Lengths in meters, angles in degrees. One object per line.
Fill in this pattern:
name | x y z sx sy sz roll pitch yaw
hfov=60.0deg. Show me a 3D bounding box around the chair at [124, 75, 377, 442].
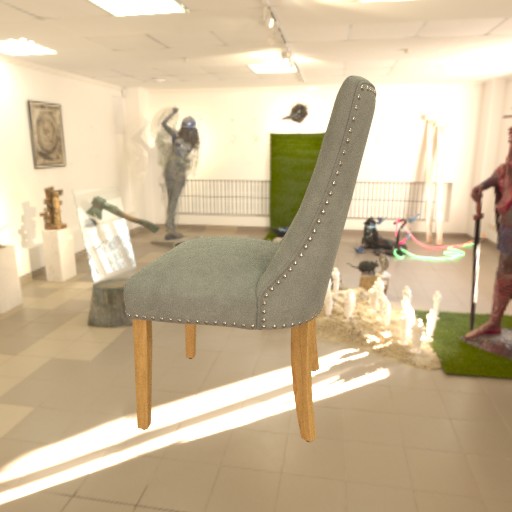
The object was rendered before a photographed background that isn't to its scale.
chair | 0.000 0.000 1.274 0.610 0.902 0.495 2 14 9
